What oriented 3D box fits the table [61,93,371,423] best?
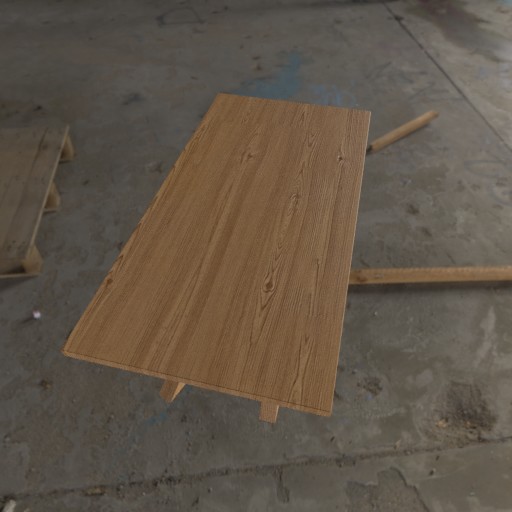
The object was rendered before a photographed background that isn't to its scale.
[{"bbox_3d":[0.000,0.000,2.267,0.901,0.750,1.797,10,48,9],"label":"table"}]
